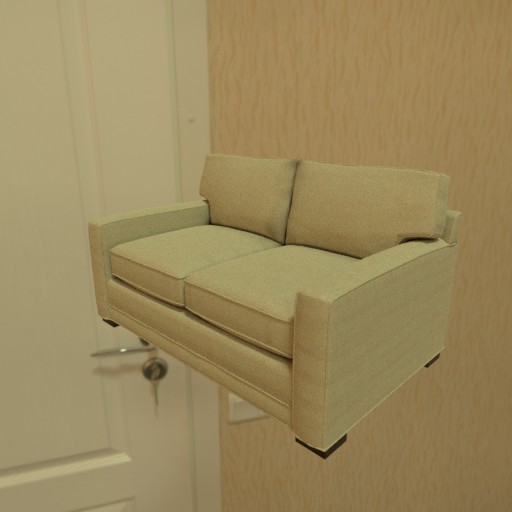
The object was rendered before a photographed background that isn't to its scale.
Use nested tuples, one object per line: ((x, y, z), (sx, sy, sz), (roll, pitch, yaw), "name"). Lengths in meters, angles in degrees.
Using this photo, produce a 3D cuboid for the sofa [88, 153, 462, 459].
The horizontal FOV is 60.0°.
((0.000, 0.000, 2.070), (1.484, 0.853, 0.942), (16, 23, 42), "sofa")
